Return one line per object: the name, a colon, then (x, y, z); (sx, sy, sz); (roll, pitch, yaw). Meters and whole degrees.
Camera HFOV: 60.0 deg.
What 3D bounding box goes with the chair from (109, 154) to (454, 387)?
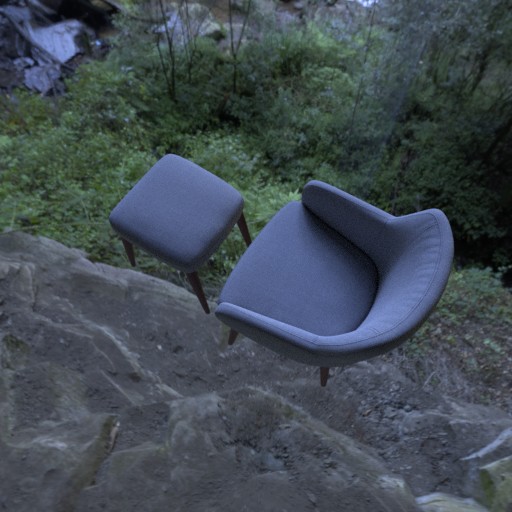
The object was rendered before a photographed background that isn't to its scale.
chair: (0.000, 0.000, 1.577); (1.107, 0.799, 0.584); (30, 67, 14)
